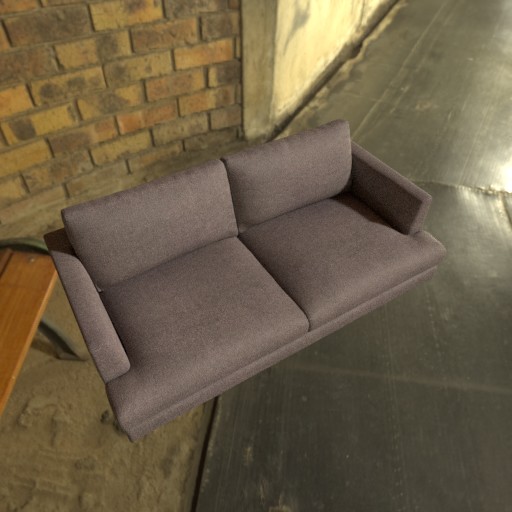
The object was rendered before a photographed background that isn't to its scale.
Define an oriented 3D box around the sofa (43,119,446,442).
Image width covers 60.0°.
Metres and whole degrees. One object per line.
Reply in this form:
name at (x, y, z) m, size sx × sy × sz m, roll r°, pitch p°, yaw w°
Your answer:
sofa at (0.000, 0.000, 2.452) m, size 1.948 × 0.868 × 1.020 m, roll -23°, pitch 50°, yaw -21°
